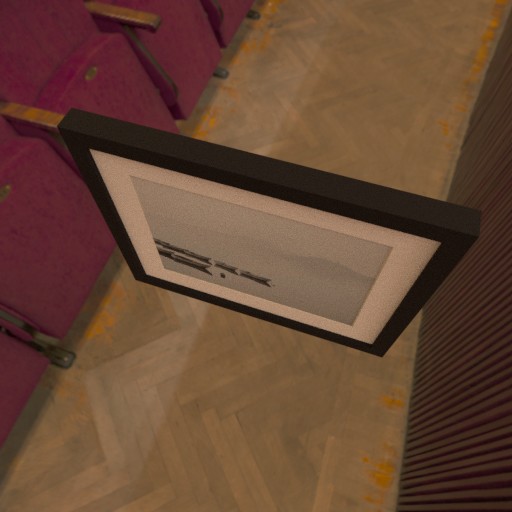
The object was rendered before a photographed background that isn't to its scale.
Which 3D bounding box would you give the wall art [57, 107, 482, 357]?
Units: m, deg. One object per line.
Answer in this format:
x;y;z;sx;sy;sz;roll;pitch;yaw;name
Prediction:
0.000;0.000;0.543;0.397;0.325;0.028;16;61;9;wall art
